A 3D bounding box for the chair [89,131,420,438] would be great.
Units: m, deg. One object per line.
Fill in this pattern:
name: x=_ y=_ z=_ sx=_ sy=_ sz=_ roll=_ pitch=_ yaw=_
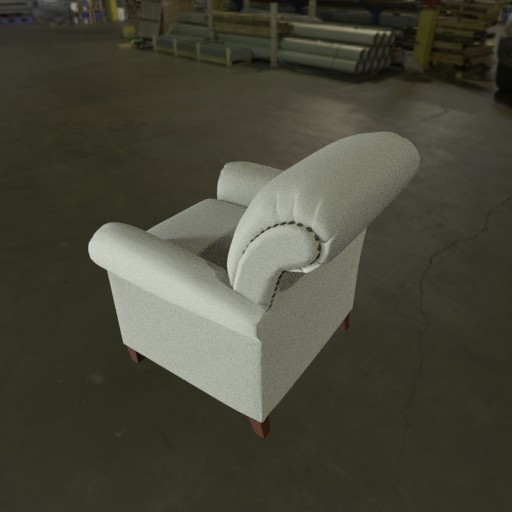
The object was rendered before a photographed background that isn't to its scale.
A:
chair: x=0.000 y=0.000 z=1.635 sx=0.890 sy=0.927 sz=0.854 roll=21 pitch=39 yaw=28
